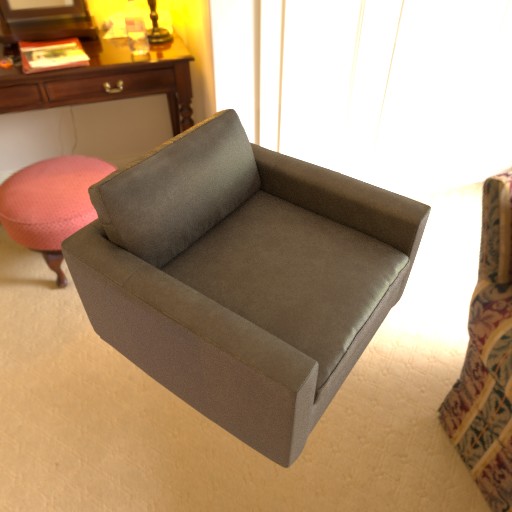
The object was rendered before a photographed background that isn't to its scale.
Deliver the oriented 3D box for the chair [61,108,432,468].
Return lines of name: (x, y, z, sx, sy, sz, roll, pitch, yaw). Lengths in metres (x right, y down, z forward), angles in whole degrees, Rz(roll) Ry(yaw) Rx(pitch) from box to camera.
chair: (0.000, 0.000, 1.841, 1.080, 0.807, 1.106, 26, 49, 26)
